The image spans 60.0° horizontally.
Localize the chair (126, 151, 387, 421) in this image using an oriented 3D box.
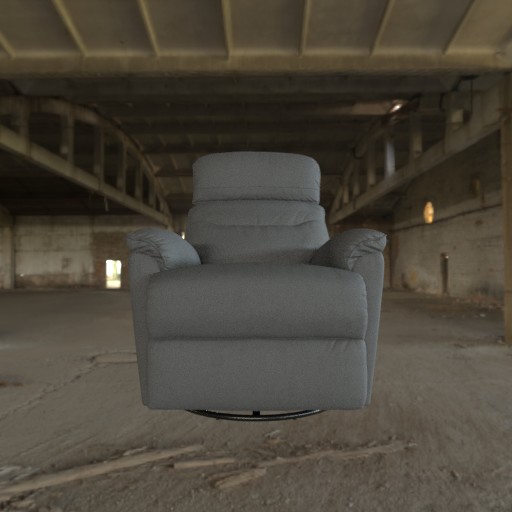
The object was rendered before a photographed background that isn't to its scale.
[{"bbox_3d":[0.000,0.000,1.750,0.820,1.037,1.004,0,-1,0],"label":"chair"}]
